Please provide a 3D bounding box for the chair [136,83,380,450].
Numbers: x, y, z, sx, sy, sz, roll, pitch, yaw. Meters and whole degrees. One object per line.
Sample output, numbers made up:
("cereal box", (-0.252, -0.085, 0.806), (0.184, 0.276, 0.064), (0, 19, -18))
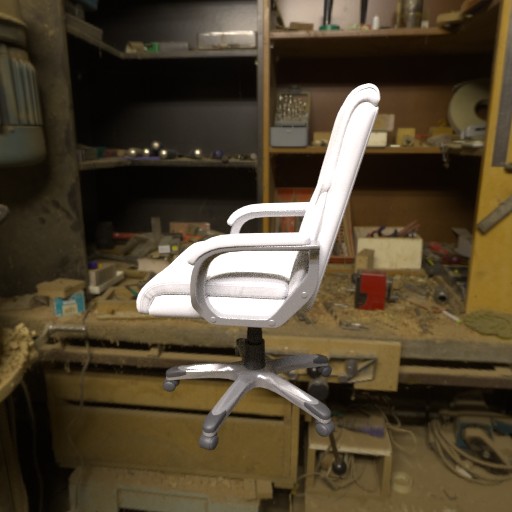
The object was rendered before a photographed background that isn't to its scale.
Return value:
("chair", (0.000, 0.000, 1.571), (0.738, 1.120, 0.687), (2, 15, 7))
